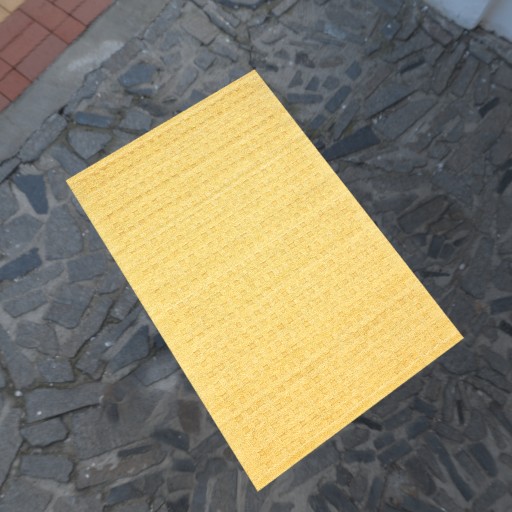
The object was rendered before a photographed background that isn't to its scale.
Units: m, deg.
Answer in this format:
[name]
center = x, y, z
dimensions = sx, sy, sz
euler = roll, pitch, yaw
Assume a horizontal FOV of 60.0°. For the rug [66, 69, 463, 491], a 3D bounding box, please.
[rug]
center = 0.000, 0.000, 2.841
dimensions = 1.524, 0.006, 2.286
euler = -33, 78, -8
